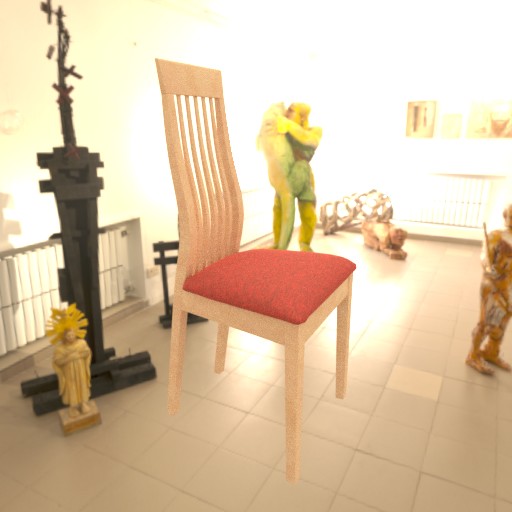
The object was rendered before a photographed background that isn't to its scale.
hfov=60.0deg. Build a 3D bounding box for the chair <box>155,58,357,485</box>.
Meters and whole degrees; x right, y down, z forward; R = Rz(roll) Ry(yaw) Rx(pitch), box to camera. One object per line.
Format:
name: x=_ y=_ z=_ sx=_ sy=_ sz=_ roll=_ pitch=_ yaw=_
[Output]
chair: x=0.000 y=0.000 z=1.258 sx=0.474 sy=1.027 sz=0.460 roll=9 pitch=19 yaw=27
